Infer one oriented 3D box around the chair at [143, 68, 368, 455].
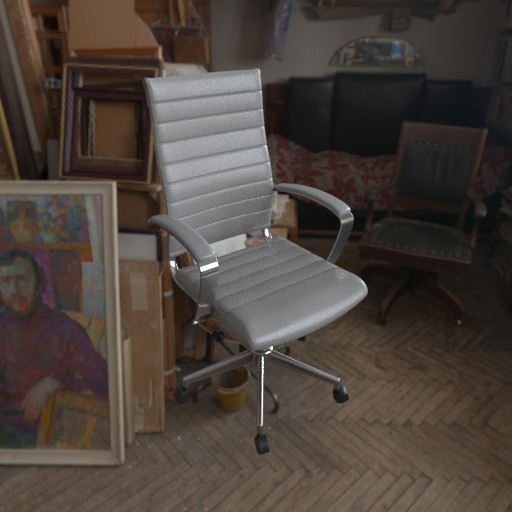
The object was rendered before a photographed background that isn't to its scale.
[{"bbox_3d":[0.000,0.000,1.567,0.679,1.149,0.667,-19,35,-30],"label":"chair"}]
